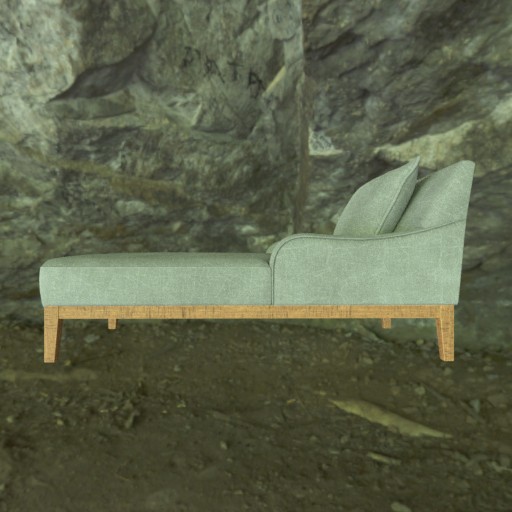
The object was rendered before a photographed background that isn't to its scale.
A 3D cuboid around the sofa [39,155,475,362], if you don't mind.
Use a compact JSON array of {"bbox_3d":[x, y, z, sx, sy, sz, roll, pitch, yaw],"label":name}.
[{"bbox_3d":[0.000,0.000,2.229,1.779,0.859,0.894,0,0,-1],"label":"sofa"}]
